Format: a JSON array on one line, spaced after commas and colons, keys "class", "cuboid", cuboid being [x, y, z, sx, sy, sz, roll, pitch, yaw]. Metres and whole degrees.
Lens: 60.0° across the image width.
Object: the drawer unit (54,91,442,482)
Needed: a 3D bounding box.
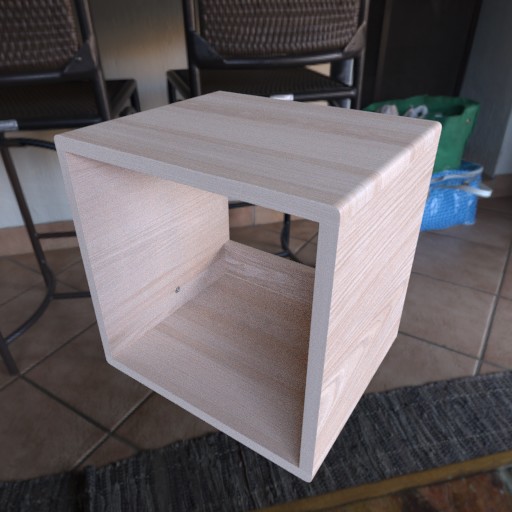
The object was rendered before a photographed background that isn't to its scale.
[{"class": "drawer unit", "cuboid": [0.000, 0.000, 0.598, 0.344, 0.344, 0.290, 19, 36, 28]}]
